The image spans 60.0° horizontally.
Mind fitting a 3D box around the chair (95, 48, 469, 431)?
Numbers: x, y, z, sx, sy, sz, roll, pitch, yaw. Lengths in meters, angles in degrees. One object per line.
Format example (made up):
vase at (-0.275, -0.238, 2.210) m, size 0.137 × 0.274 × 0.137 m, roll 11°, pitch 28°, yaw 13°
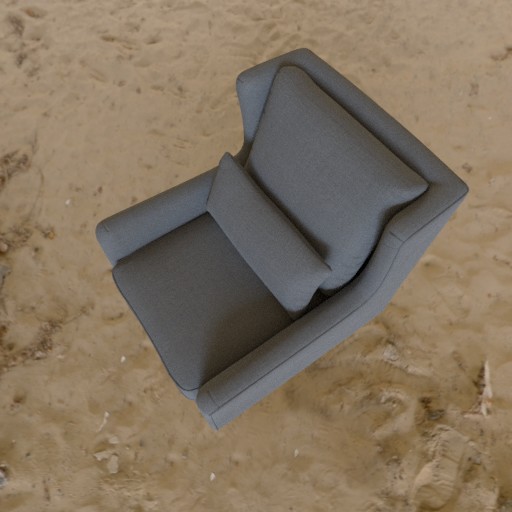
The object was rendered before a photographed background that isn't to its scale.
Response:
chair at (0.000, 0.000, 1.772) m, size 1.040 × 1.056 × 0.866 m, roll -31°, pitch 65°, yaw -16°
